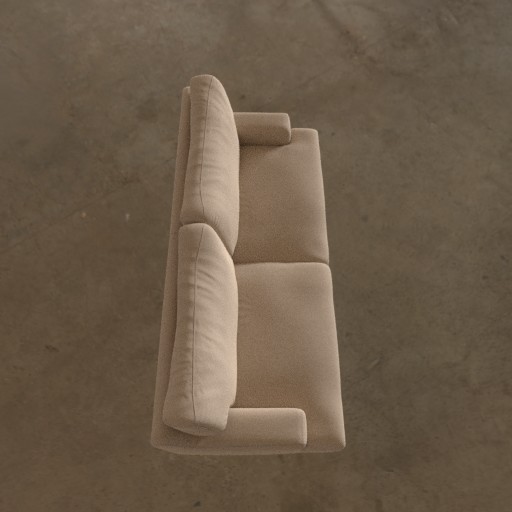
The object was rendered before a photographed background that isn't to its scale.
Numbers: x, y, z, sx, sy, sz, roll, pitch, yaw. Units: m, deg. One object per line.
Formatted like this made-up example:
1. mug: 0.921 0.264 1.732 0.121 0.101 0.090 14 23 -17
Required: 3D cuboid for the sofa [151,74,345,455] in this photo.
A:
1. sofa: 0.000 0.000 2.639 0.929 0.925 2.147 0 64 0
